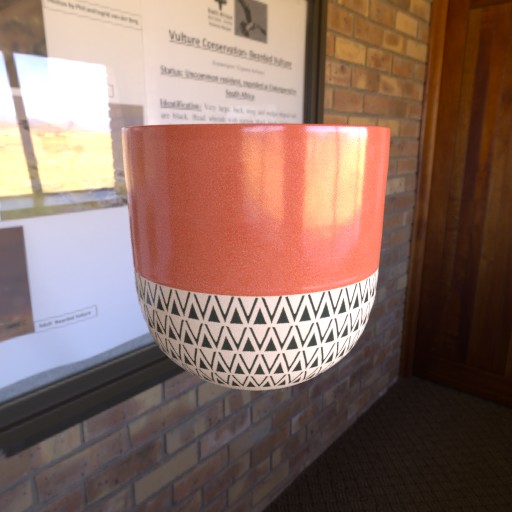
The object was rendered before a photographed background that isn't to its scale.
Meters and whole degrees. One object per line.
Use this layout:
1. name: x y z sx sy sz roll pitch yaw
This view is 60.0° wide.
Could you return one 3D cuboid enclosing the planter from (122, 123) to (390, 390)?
1. planter: 0.000 0.000 0.489 0.266 0.270 0.266 0 14 0
